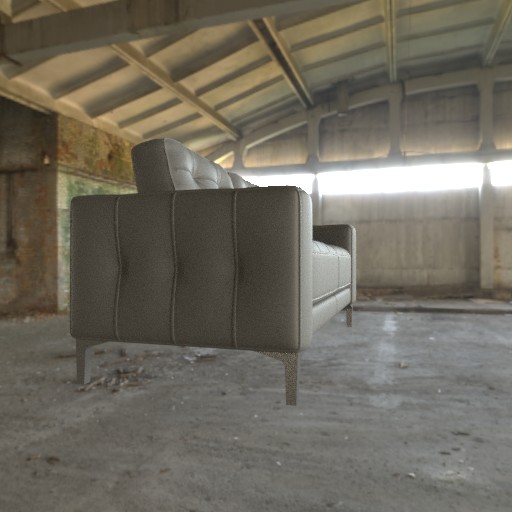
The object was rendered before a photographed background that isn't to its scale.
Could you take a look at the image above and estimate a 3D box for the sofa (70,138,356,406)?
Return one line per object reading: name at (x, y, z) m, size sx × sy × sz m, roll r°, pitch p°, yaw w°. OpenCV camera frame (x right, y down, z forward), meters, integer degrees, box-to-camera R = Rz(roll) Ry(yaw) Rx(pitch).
sofa at (0.000, 0.000, 2.196) m, size 0.833 × 0.893 × 1.726 m, roll 0°, pitch -1°, yaw 18°
